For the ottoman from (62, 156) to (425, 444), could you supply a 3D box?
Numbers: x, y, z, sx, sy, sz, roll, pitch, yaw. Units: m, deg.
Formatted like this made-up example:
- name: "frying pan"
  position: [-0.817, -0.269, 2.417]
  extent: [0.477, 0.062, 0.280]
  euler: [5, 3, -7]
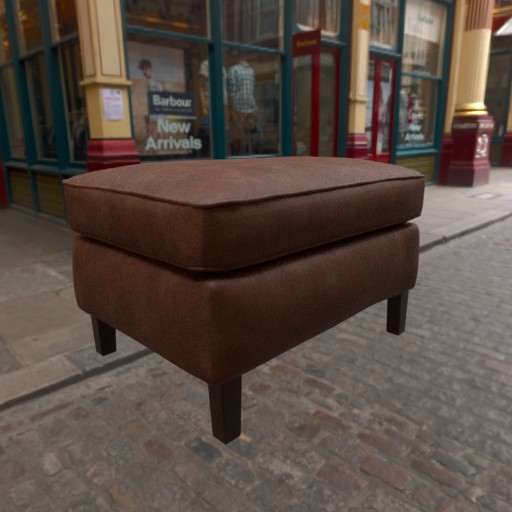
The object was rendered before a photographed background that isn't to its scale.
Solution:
- name: "ottoman"
  position: [0.000, 0.000, 0.985]
  extent: [0.665, 0.418, 0.501]
  euler: [-15, 21, -43]
